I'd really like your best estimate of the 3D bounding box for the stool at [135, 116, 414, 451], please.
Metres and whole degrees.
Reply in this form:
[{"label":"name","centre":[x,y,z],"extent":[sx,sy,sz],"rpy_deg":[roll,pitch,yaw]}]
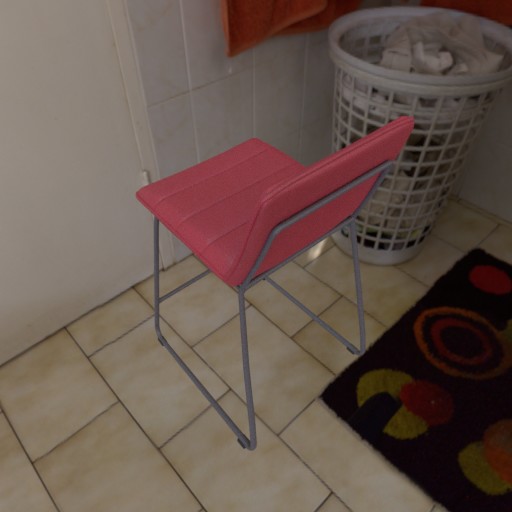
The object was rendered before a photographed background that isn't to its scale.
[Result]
[{"label":"stool","centre":[0.000,0.000,1.171],"extent":[0.489,0.866,0.524],"rpy_deg":[-32,53,-27]}]
